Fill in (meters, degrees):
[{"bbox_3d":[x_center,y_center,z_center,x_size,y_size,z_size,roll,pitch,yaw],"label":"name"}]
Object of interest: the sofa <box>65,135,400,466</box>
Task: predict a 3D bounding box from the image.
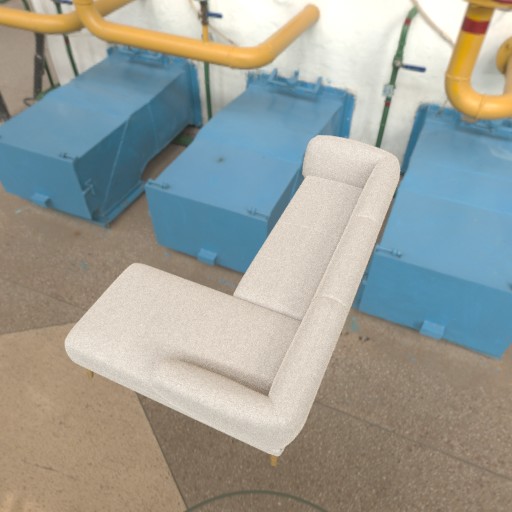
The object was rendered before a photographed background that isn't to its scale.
[{"bbox_3d":[0.000,0.000,3.359,1.610,0.730,2.660,18,49,17],"label":"sofa"}]
